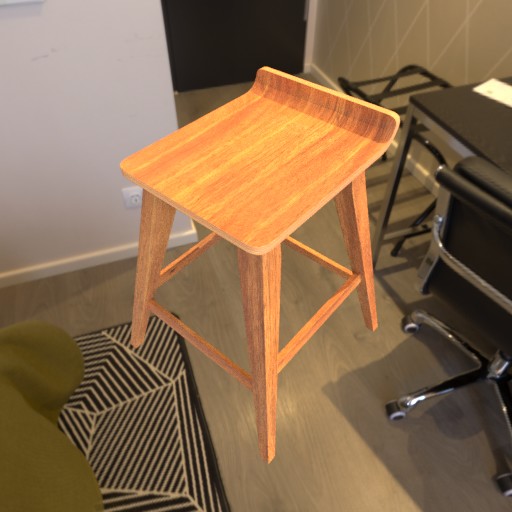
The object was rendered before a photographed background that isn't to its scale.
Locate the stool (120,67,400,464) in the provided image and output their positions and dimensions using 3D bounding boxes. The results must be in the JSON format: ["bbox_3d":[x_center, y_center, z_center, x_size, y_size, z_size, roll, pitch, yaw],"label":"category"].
[{"bbox_3d":[0.000,0.000,1.031,0.500,0.650,0.500,31,54,27],"label":"stool"}]
